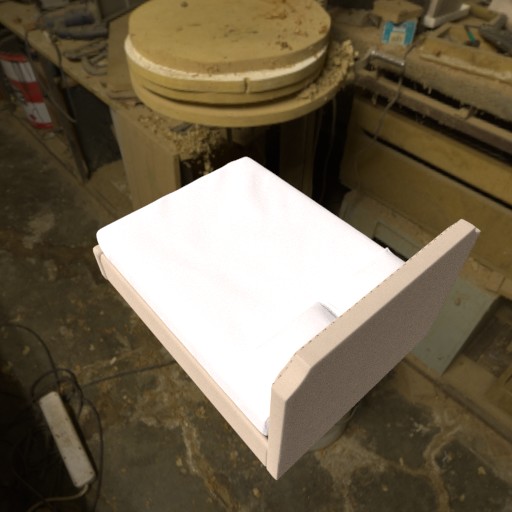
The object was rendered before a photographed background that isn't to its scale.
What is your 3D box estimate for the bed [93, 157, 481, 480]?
[{"bbox_3d":[0.000,0.000,3.392,1.703,1.415,2.329,-33,55,-27],"label":"bed"}]
